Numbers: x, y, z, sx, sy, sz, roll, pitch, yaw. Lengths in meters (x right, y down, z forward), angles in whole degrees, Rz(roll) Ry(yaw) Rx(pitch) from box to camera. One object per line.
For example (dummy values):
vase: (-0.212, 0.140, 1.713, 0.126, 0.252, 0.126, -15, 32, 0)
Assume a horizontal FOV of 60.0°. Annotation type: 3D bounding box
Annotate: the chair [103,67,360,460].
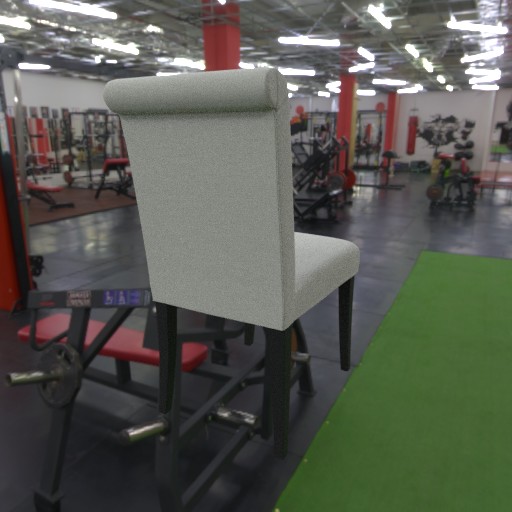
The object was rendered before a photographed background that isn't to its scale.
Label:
chair: (0.000, 0.000, 1.359, 0.452, 0.976, 0.708, 8, 17, 28)
